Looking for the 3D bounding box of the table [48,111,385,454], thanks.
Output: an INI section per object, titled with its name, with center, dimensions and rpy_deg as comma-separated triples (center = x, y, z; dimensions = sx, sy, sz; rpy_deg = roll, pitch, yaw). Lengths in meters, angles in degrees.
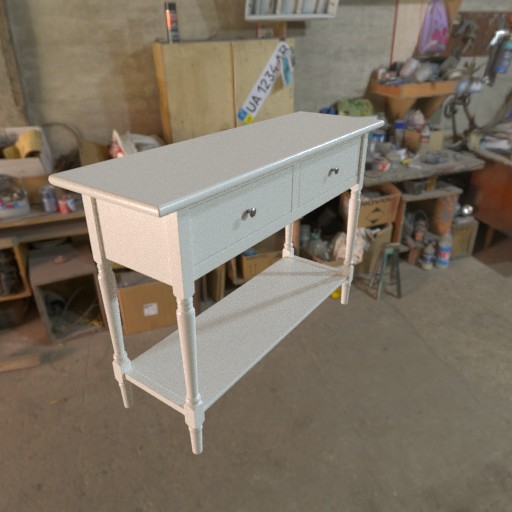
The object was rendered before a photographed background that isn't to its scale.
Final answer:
[table]
center = 0.000, 0.000, 1.584
dimensions = 0.386, 0.814, 1.191
rpy_deg = 18, 32, 31
